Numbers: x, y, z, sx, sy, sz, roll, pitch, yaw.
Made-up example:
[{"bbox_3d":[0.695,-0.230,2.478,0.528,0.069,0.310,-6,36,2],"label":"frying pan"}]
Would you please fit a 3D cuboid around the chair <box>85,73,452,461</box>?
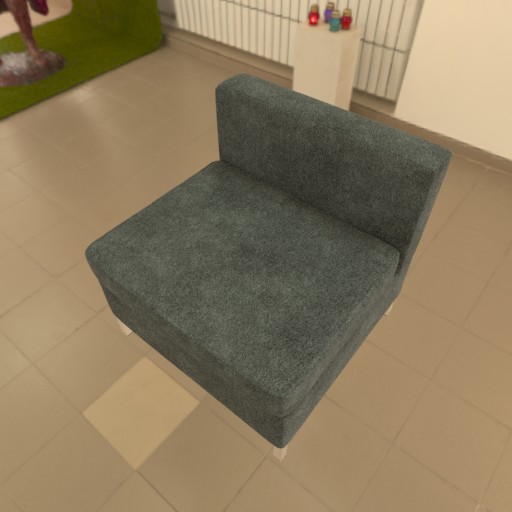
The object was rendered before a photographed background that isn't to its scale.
[{"bbox_3d":[0.000,0.000,1.240,0.680,0.660,0.680,31,54,25],"label":"chair"}]
